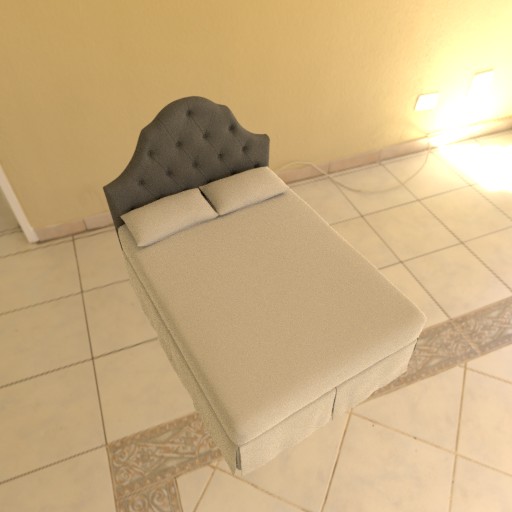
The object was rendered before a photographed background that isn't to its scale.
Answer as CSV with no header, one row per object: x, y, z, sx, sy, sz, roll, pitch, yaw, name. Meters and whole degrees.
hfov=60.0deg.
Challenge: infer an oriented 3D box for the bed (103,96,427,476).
0.000,0.000,3.303,1.636,1.575,2.155,-24,51,-21,bed
